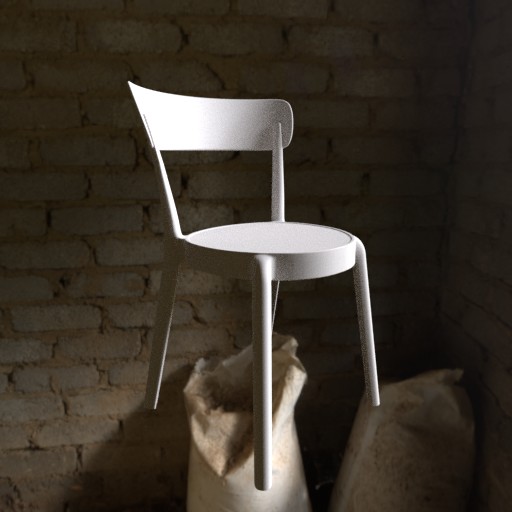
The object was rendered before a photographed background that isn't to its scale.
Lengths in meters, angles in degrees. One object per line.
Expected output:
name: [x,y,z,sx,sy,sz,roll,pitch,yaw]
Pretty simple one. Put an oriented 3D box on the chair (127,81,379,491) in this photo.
chair: [0.000,0.000,1.091,0.491,0.790,0.506,13,18,43]
